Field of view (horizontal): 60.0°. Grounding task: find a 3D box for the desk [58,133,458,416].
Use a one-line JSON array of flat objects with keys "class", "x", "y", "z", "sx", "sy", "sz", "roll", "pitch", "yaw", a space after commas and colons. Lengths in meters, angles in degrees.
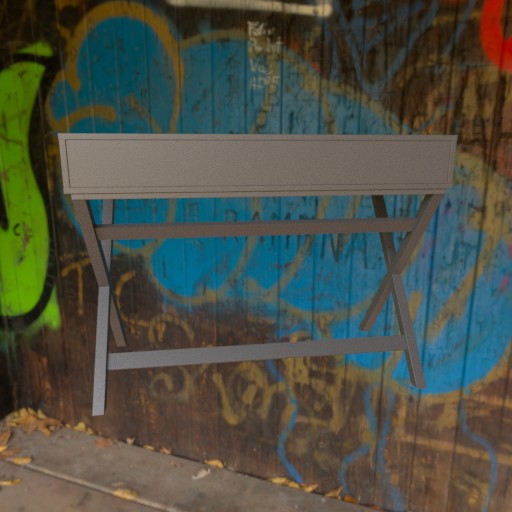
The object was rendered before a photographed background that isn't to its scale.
[{"class": "desk", "x": 0.000, "y": 0.000, "z": 1.502, "sx": 1.057, "sy": 0.780, "sz": 0.525, "roll": -2, "pitch": 14, "yaw": -8}]
